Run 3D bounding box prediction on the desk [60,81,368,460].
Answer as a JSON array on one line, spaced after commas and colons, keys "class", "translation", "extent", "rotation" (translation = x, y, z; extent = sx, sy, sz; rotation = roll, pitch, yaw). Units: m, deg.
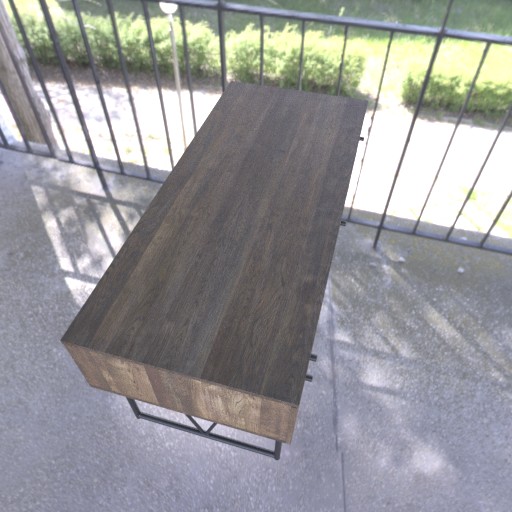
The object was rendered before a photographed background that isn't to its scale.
[{"class": "desk", "translation": [0.000, 0.000, 2.025], "extent": [0.730, 0.780, 1.600], "rotation": [12, 50, 10]}]
